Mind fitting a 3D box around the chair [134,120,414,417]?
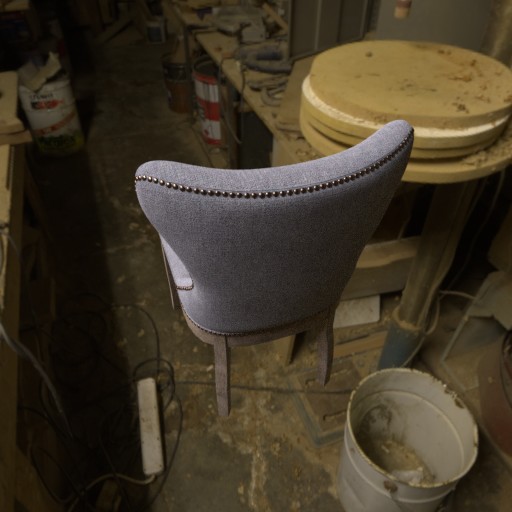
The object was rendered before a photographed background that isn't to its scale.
[{"bbox_3d":[0.000,0.000,1.419,0.654,1.002,0.681,-13,44,-14],"label":"chair"}]
